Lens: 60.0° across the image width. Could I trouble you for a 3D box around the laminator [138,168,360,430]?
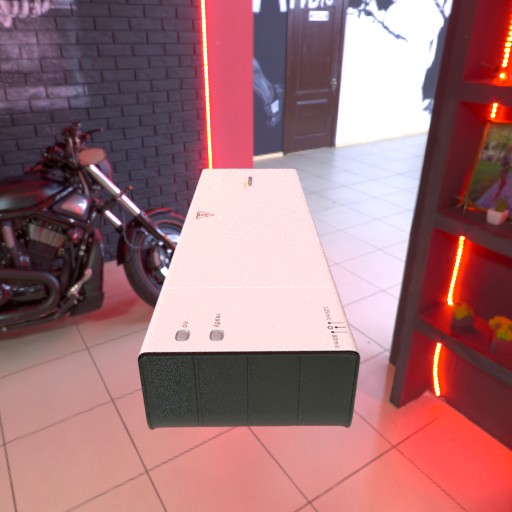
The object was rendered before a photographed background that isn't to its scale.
[{"bbox_3d":[0.000,0.000,0.385,0.123,0.062,0.340,0,27,-1],"label":"laminator"}]
